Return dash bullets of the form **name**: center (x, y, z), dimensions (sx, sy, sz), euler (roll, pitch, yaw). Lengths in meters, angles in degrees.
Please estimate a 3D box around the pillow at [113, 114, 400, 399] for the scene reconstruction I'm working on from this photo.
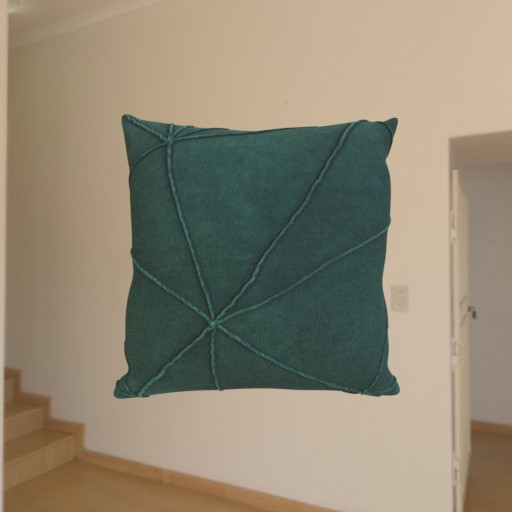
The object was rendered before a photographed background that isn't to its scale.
- **pillow**: center (0.000, 0.000, 0.678), dimensions (0.439, 0.440, 0.184), euler (0, -1, 1)
